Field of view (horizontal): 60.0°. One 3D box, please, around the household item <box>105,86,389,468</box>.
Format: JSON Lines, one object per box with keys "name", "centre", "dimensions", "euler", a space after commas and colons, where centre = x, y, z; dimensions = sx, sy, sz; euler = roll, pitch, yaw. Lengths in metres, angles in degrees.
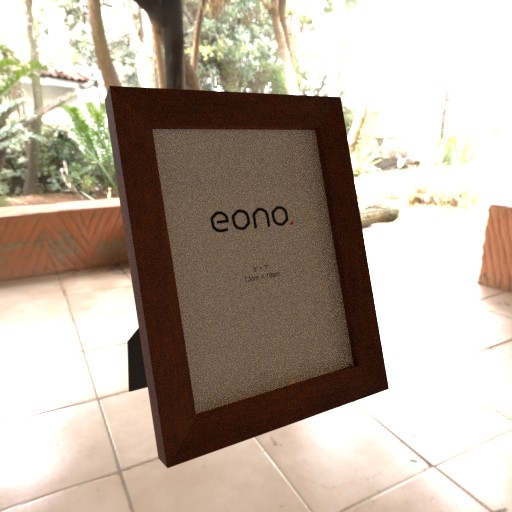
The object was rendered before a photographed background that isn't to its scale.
{"name": "household item", "centre": [0.000, 0.000, 0.289], "dimensions": [0.160, 0.204, 0.096], "euler": [-8, 17, -27]}
